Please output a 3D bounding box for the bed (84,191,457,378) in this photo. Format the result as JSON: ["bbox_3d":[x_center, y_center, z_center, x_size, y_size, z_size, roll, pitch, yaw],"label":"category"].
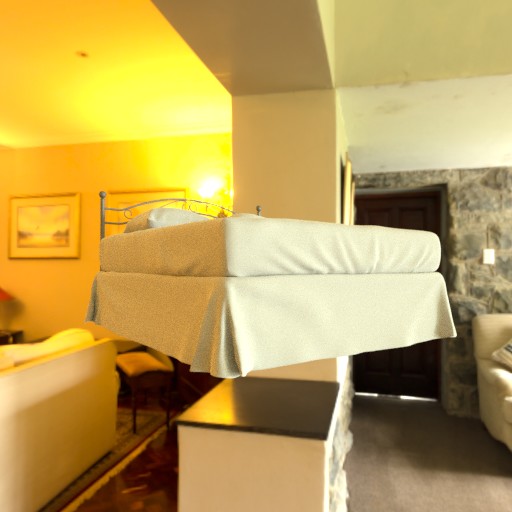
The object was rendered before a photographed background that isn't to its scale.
[{"bbox_3d":[0.000,0.000,3.239,1.936,1.080,2.215,1,-1,-35],"label":"bed"}]
